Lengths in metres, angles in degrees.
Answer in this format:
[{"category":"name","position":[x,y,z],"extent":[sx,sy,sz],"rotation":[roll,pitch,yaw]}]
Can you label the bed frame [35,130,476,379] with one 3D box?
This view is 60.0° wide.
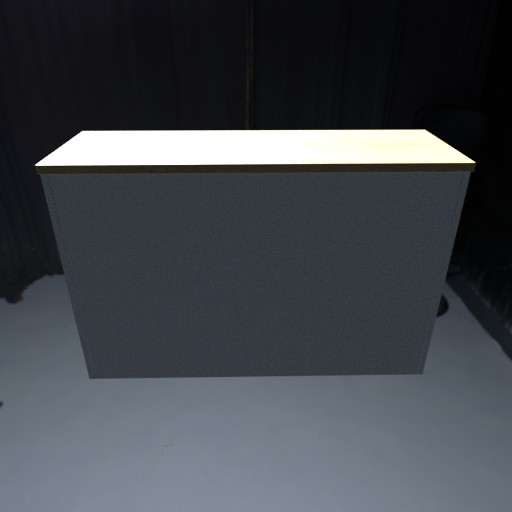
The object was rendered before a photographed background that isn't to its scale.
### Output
[{"category":"bed frame","position":[0.000,0.000,1.696],"extent":[1.300,0.850,0.430],"rotation":[-1,29,-1]}]
